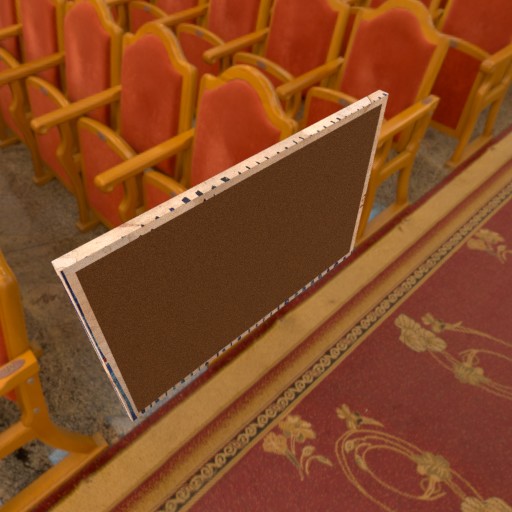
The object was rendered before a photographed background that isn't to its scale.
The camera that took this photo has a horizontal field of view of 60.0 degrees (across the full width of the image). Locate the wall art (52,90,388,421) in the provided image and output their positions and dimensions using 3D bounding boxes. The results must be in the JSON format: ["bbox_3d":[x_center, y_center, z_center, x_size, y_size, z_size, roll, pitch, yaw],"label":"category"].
[{"bbox_3d":[0.000,0.000,1.181,0.919,0.609,0.030,-34,55,-28],"label":"wall art"}]
